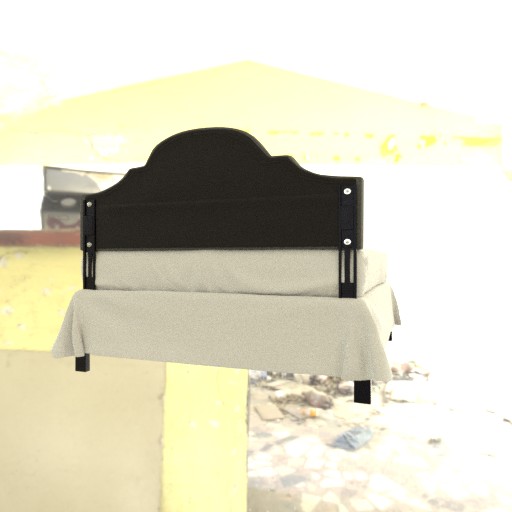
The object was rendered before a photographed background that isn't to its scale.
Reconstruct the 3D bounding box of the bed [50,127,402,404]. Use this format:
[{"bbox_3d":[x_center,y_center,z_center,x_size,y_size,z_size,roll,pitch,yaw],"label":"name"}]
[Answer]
[{"bbox_3d":[0.000,0.000,3.703,2.303,1.631,2.222,0,0,20],"label":"bed"}]
